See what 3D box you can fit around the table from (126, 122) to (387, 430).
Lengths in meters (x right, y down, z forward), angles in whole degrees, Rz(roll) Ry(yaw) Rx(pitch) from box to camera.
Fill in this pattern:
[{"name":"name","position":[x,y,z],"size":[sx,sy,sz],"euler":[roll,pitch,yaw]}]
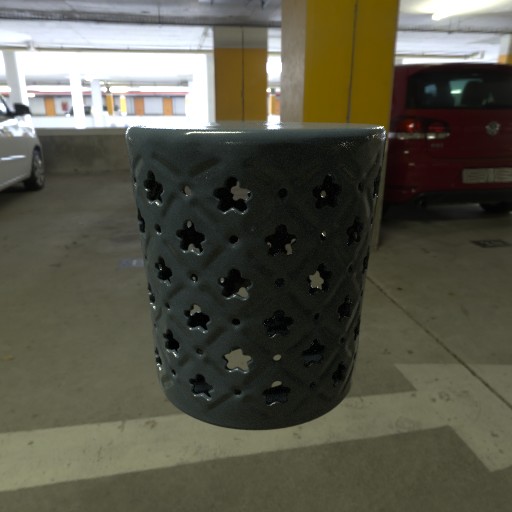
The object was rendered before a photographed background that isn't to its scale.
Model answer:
[{"name":"table","position":[0.000,0.000,0.672],"size":[0.352,0.387,0.352],"euler":[0,18,0]}]
